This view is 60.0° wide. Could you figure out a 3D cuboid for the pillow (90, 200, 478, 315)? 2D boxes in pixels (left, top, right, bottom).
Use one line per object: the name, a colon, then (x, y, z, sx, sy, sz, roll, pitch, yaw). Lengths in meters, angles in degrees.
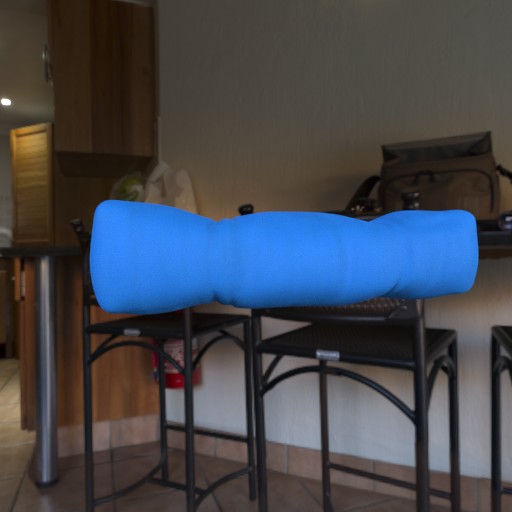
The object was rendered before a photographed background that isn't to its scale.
pillow: (0.000, 0.000, 0.723, 0.490, 0.128, 0.468, 0, 1, -18)
